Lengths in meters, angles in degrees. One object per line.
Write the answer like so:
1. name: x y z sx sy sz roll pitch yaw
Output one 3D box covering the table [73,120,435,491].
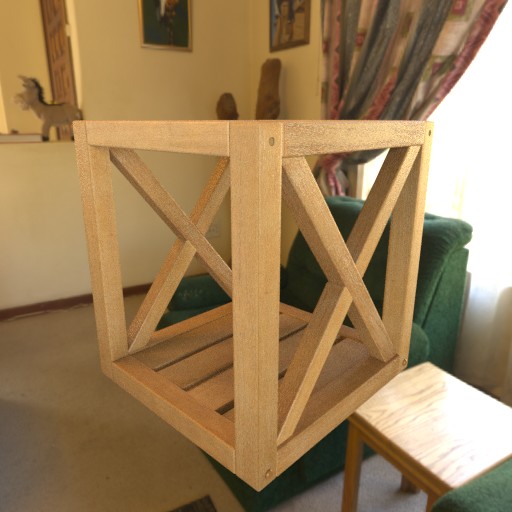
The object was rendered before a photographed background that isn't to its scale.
1. table: 0.000 0.000 1.041 0.558 0.610 0.559 16 23 41
